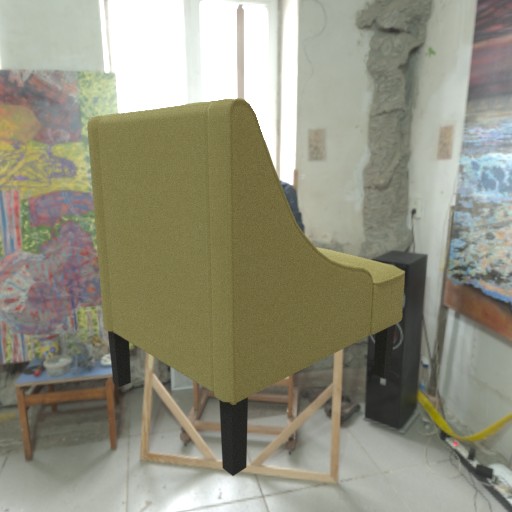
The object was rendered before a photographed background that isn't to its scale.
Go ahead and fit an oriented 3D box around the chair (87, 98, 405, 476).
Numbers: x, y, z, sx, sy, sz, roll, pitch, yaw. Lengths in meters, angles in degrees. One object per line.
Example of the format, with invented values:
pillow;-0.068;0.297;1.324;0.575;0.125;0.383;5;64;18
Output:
chair;0.000;0.000;1.489;0.814;0.896;0.696;-12;18;-42
